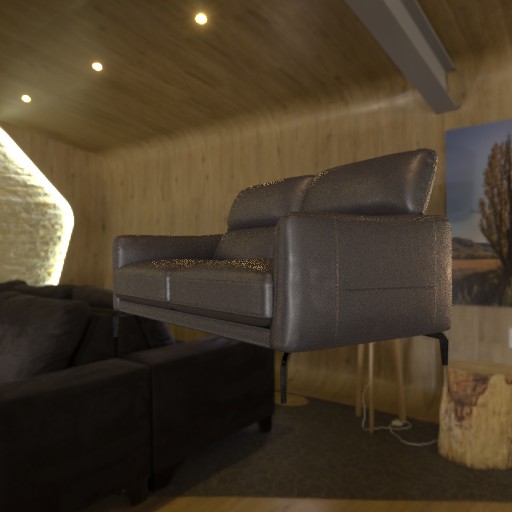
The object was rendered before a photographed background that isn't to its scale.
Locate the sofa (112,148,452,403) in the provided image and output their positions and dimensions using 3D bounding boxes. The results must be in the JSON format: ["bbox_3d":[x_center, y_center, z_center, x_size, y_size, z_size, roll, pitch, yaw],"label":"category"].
[{"bbox_3d":[0.000,0.000,2.169,0.958,0.920,1.596,1,-1,-37],"label":"sofa"}]
